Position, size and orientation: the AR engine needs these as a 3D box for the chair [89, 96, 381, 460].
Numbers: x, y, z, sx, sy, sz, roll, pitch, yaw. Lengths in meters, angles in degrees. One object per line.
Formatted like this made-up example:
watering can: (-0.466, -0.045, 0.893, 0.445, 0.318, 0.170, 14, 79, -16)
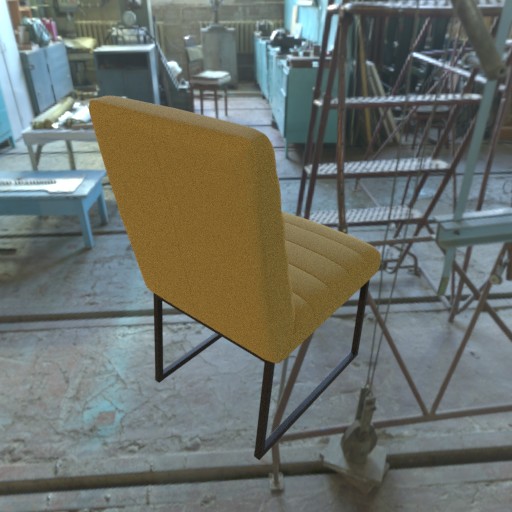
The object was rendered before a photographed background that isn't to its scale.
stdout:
chair: (0.000, 0.000, 1.305, 0.520, 0.930, 0.634, 24, 38, 34)
